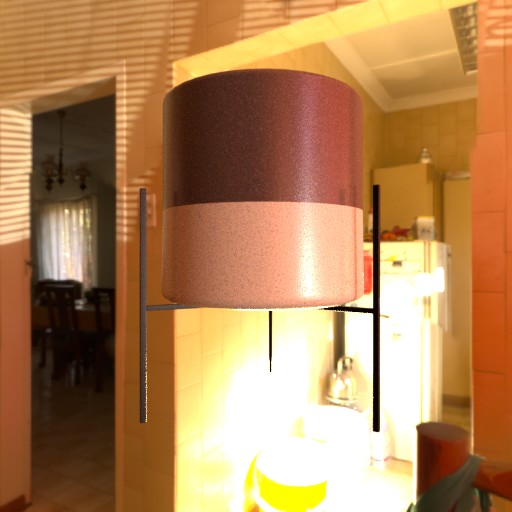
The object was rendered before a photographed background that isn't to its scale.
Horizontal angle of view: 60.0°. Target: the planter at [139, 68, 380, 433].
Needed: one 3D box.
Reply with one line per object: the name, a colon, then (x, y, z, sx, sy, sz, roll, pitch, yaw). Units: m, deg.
planter: (0.000, 0.000, 0.540, 0.250, 0.353, 0.260, 0, 0, -1)
